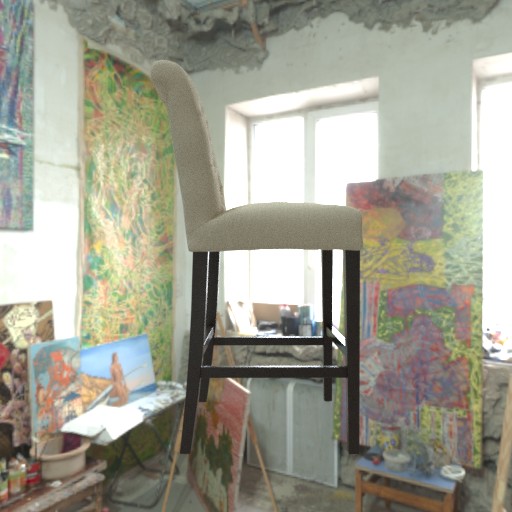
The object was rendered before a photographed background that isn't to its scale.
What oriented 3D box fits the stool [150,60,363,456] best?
[{"bbox_3d":[0.000,0.000,1.467,0.610,1.118,0.482,0,1,0],"label":"stool"}]
